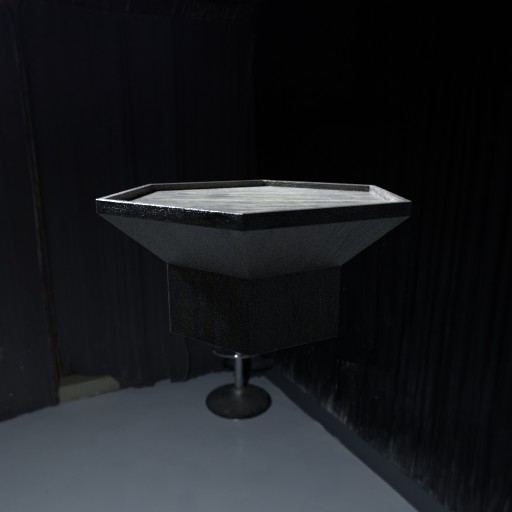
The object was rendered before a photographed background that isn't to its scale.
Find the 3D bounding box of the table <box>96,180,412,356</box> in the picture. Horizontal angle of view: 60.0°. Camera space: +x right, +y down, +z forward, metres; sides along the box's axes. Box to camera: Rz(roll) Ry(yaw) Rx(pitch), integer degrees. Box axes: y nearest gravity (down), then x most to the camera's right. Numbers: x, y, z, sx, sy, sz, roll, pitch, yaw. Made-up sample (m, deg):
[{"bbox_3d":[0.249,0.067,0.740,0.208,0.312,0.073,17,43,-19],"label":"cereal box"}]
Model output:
[{"bbox_3d":[0.000,0.000,1.680,1.115,0.488,0.966,-7,16,-26],"label":"table"}]
